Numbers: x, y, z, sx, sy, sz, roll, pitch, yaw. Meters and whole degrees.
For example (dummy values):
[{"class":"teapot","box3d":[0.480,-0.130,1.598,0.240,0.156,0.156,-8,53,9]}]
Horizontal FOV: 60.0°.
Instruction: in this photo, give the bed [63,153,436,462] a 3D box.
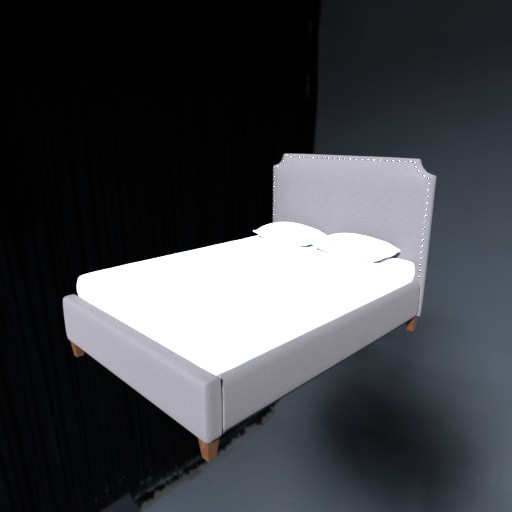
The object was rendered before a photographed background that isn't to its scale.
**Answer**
[{"class":"bed","box3d":[0.000,0.000,3.424,2.372,1.443,1.713,-15,21,-43]}]
